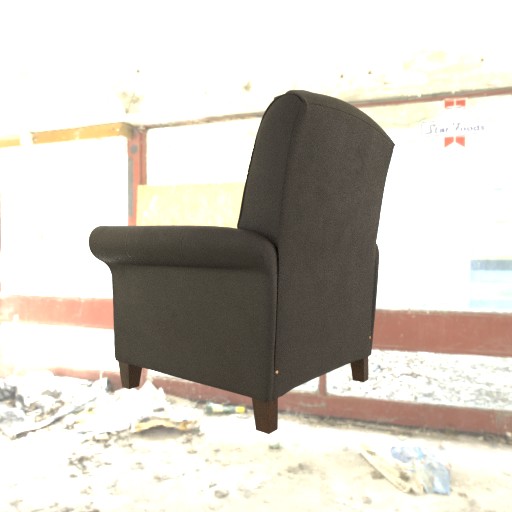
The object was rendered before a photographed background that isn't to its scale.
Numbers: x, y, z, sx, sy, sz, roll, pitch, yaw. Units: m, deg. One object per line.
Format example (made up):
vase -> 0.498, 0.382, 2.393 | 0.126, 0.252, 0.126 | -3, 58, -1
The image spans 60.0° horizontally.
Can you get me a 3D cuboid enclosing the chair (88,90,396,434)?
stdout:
chair -> 0.000, 0.000, 1.811 | 0.902, 1.061, 0.978 | 1, 1, 38
